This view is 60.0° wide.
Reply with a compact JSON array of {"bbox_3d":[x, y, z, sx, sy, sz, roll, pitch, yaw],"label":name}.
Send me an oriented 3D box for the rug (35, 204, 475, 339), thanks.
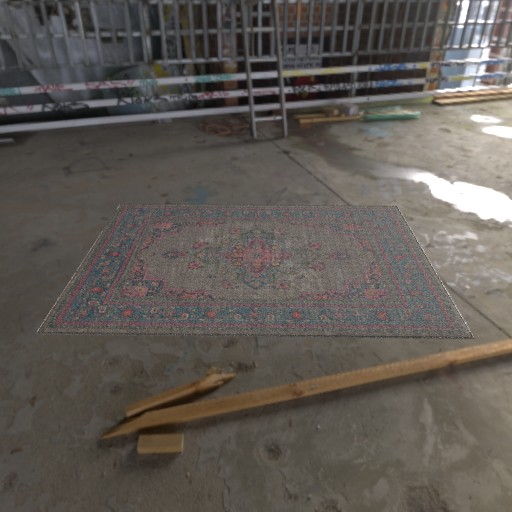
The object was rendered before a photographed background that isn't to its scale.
[{"bbox_3d":[0.000,0.000,3.758,2.890,0.013,2.005,1,32,1],"label":"rug"}]
